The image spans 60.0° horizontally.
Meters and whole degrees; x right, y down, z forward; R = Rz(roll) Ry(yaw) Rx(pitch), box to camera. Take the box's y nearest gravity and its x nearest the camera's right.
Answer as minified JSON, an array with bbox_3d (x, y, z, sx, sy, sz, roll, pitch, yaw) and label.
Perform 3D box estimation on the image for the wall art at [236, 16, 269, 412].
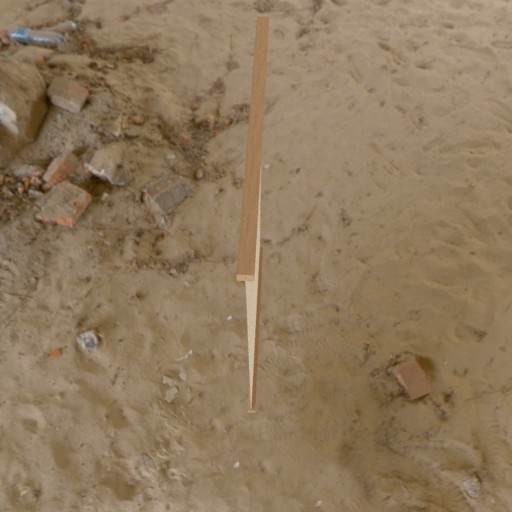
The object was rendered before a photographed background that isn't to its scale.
[{"bbox_3d":[0.000,0.000,1.899,0.040,1.510,0.991,2,59,1],"label":"wall art"}]
